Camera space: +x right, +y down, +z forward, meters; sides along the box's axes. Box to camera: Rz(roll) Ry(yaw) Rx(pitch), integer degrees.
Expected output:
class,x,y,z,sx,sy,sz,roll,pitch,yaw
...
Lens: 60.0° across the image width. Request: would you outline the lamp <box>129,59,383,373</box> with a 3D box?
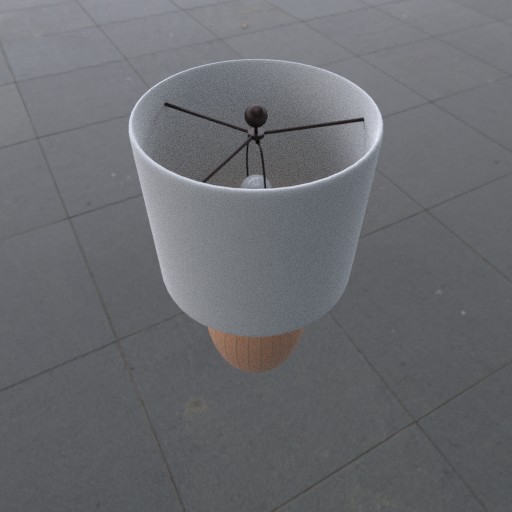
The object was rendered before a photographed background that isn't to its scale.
class,x,y,z,sx,sy,sz,roll,pitch,yaw
lamp,0.000,0.000,0.778,0.329,0.570,0.329,0,47,0
